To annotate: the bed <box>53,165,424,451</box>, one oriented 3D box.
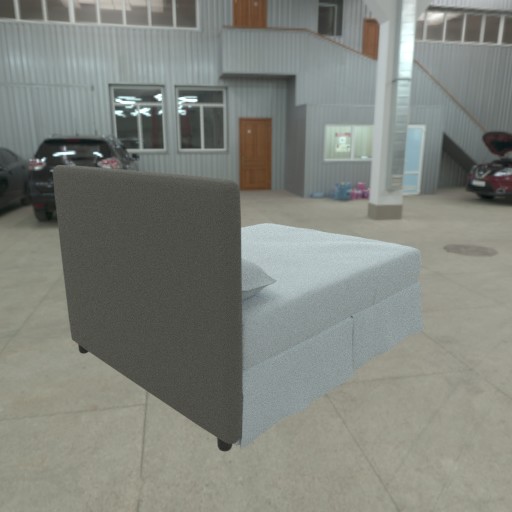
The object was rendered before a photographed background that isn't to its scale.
[{"bbox_3d":[0.000,0.000,3.230,1.748,1.330,2.142,14,20,42],"label":"bed"}]
